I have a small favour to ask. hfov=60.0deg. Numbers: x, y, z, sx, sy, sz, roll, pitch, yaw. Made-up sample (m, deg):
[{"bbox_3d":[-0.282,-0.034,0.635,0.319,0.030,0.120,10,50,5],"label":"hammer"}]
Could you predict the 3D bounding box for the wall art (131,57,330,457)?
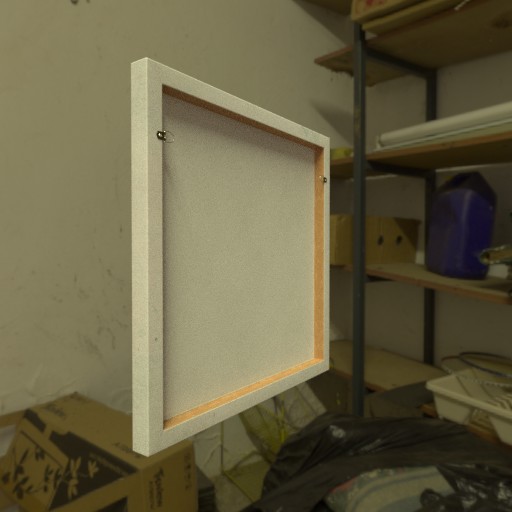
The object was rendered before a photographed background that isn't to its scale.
[{"bbox_3d":[0.000,0.000,0.933,0.040,0.612,0.612,1,1,36],"label":"wall art"}]
